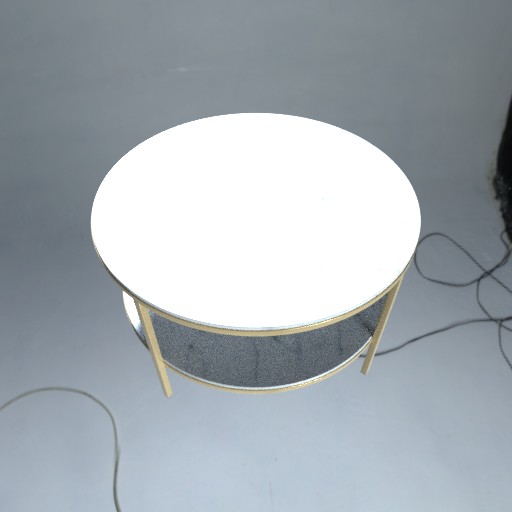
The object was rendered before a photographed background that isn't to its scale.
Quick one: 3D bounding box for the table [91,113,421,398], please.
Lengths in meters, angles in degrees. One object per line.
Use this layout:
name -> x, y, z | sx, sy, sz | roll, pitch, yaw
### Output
table -> 0.000, 0.000, 1.266 | 0.800, 0.450, 0.800 | 0, 47, 0
